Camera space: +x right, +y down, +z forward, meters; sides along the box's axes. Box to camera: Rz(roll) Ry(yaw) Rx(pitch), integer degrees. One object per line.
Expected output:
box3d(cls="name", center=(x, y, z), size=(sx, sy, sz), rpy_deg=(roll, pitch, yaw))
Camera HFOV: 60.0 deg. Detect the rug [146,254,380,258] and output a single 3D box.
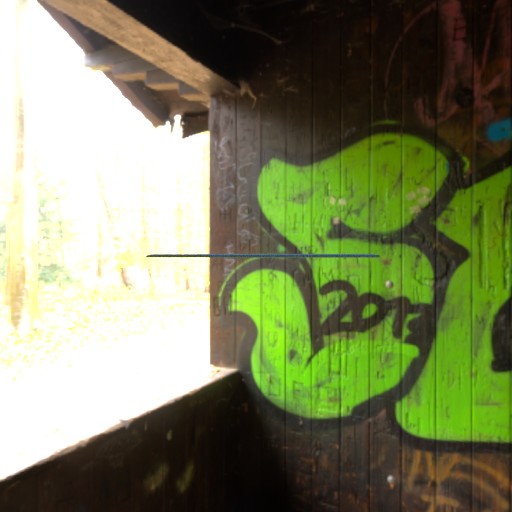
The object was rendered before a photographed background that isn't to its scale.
box3d(cls="rug", center=(0.000, 0.000, 2.344), size=(0.662, 0.011, 2.196), rpy_deg=(0, 0, -1))
